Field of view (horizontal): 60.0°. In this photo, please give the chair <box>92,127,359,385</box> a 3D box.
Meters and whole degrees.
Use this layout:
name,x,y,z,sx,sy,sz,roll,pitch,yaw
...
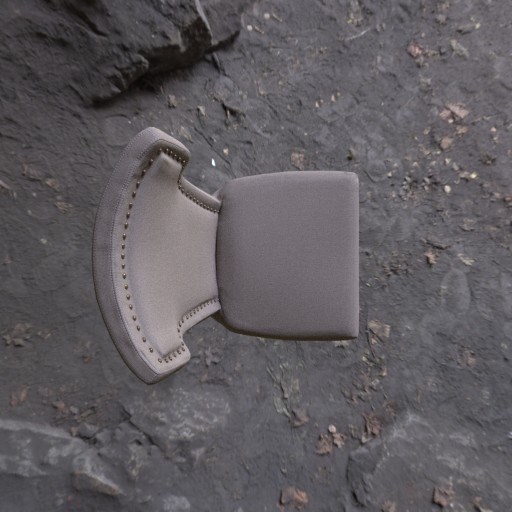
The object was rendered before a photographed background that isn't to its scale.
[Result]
name,x,y,z,sx,sy,sz,roll,pitch,yaw
chair,0.000,0.000,1.325,0.630,0.955,0.526,0,90,2
